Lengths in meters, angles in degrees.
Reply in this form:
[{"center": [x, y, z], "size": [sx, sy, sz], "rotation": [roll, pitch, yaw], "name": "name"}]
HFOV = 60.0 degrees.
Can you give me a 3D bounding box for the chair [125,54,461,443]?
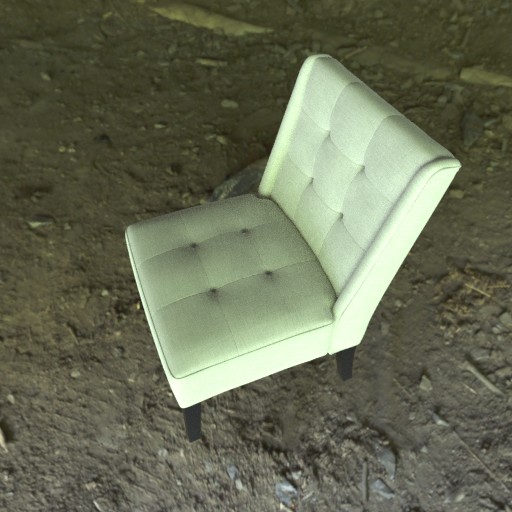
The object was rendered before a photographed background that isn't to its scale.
[{"center": [0.000, 0.000, 1.270], "size": [0.676, 0.853, 0.569], "rotation": [-17, 50, -15], "name": "chair"}]
